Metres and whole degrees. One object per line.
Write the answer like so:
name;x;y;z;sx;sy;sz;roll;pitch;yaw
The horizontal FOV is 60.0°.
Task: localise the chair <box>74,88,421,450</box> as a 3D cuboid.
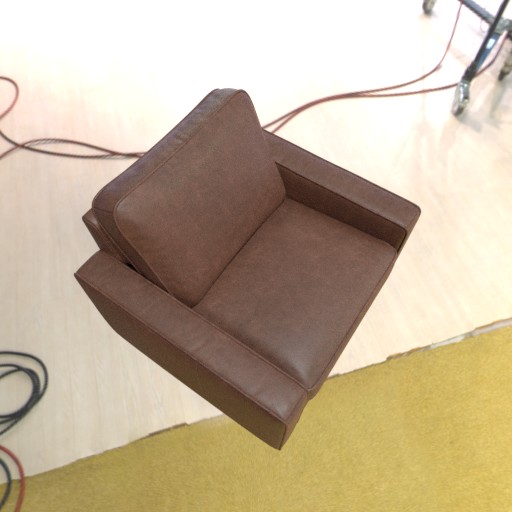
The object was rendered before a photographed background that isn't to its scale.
chair;0.000;0.000;1.751;0.940;0.919;1.017;31;64;17
